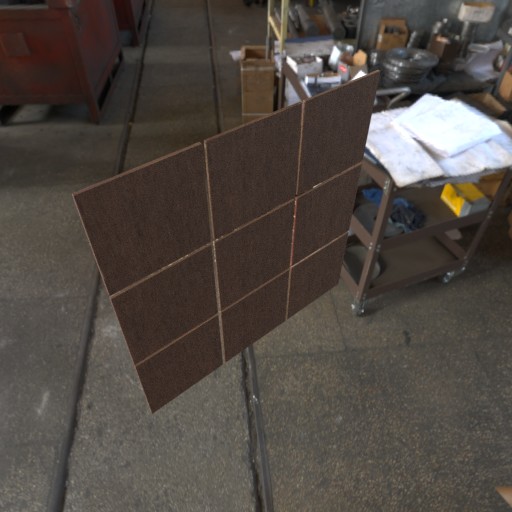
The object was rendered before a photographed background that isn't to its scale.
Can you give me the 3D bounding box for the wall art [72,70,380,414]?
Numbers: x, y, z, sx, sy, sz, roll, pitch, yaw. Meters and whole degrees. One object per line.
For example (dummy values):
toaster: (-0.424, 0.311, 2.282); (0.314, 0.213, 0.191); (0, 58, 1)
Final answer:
wall art: (0.000, 0.000, 2.303); (1.527, 1.525, 0.014); (-30, 52, -27)
